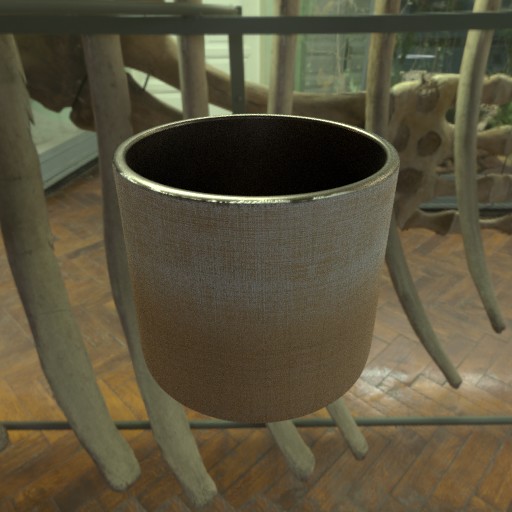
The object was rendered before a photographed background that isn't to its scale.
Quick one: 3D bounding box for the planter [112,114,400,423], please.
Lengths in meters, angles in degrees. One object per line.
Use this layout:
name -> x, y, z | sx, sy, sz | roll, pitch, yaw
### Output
planter -> 0.000, 0.000, 0.396 | 0.221, 0.201, 0.221 | 0, 31, 0
